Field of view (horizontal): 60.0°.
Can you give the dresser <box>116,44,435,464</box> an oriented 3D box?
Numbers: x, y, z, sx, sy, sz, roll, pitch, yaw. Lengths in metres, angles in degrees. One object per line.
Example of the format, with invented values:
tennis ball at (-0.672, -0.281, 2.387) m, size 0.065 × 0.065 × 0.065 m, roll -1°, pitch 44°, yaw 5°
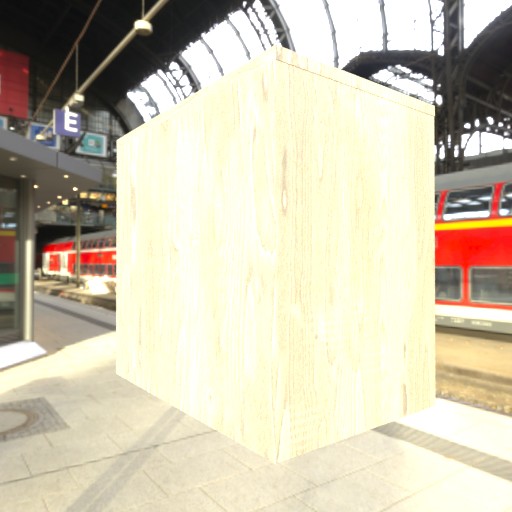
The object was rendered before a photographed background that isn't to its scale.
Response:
dresser at (0.000, 0.000, 1.287) m, size 0.529 × 0.762 × 0.809 m, roll 0°, pitch -1°, yaw -37°
